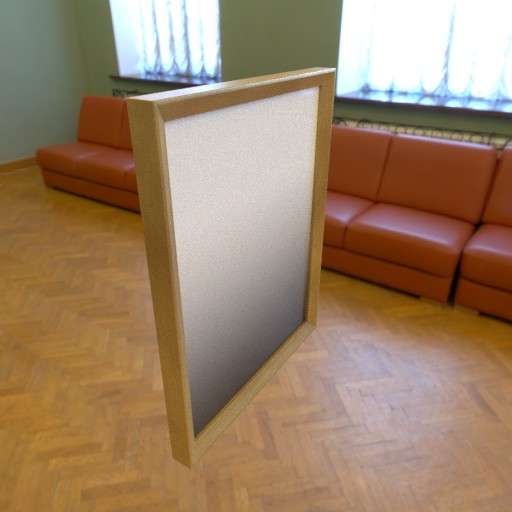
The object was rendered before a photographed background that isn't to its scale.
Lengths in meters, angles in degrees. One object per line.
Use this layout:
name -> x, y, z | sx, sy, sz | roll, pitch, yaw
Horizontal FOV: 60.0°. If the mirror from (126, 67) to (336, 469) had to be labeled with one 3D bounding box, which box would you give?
mirror -> 0.000, 0.000, 0.683 | 0.041, 0.509, 0.406 | 17, 32, 29
